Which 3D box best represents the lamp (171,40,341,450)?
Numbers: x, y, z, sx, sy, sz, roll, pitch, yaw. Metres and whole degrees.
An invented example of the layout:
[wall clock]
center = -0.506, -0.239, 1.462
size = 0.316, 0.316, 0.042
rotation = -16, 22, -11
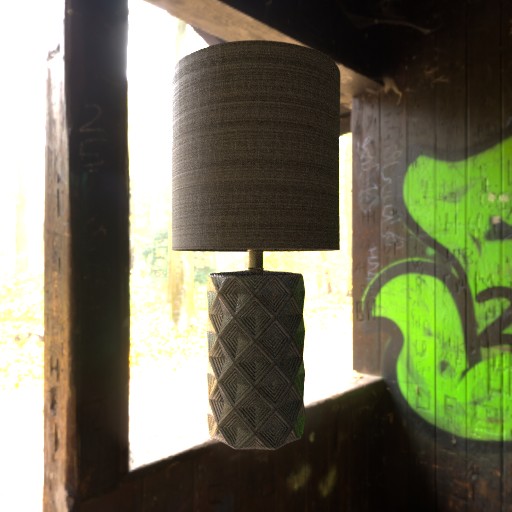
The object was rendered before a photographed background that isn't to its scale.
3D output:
[lamp]
center = 0.000, 0.000, 0.715
size = 0.269, 0.566, 0.268
rotation = 0, 0, 17
